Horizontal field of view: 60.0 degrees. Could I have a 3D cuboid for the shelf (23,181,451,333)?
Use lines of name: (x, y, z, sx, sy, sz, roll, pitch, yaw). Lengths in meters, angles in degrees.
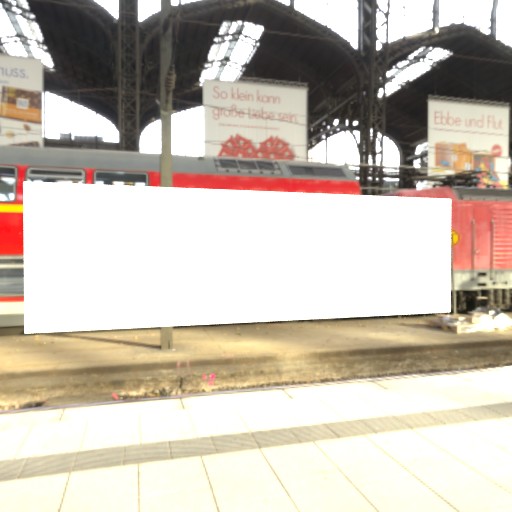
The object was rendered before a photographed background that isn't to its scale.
shelf: (0.000, 0.000, 1.120, 1.020, 0.300, 0.200, 0, 1, -17)
